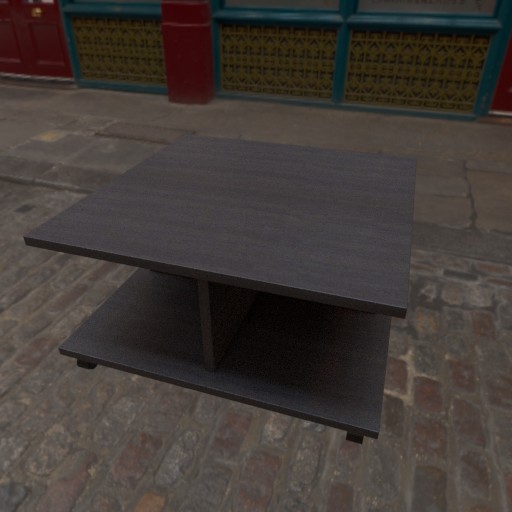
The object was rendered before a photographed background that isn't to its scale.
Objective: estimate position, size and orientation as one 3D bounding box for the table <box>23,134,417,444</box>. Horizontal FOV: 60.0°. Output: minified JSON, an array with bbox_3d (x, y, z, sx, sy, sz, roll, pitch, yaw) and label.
[{"bbox_3d":[0.000,0.000,1.223,0.762,0.396,0.762,10,33,15],"label":"table"}]
